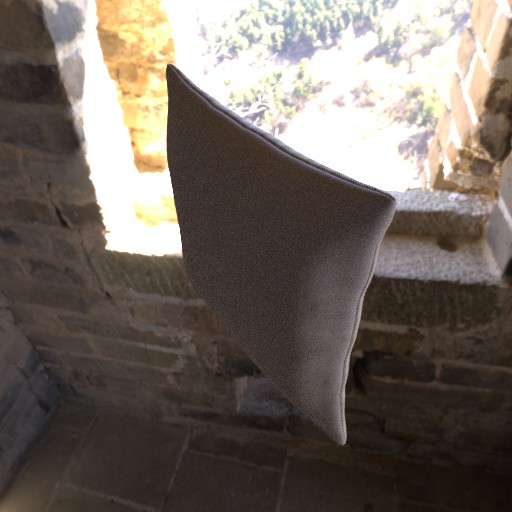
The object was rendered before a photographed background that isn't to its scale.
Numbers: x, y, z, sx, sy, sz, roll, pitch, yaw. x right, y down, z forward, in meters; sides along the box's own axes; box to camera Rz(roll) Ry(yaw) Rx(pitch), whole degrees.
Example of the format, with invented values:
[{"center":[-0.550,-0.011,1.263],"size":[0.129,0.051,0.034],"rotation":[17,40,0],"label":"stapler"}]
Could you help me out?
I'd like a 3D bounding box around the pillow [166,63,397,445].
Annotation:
[{"center":[0.000,0.000,0.767],"size":[0.166,0.510,0.523],"rotation":[-24,46,-25],"label":"pillow"}]
